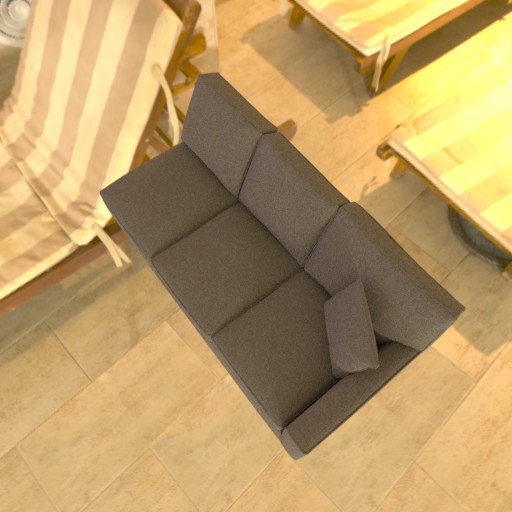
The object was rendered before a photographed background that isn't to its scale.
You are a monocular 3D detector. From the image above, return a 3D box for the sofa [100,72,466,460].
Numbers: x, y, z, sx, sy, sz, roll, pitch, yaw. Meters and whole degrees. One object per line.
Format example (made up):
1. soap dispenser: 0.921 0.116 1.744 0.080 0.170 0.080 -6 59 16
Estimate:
1. sofa: 0.000 0.000 2.569 1.034 0.946 1.963 -35 68 -16
